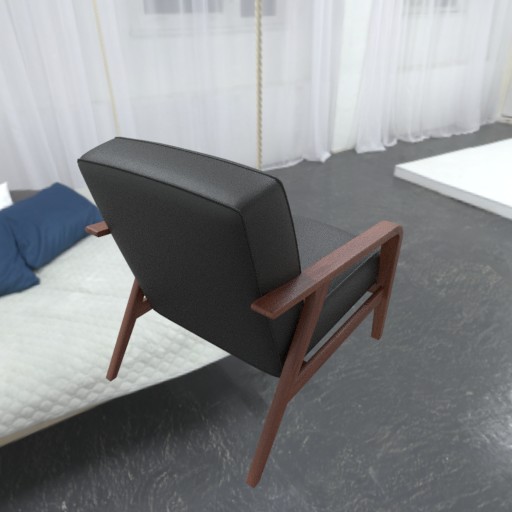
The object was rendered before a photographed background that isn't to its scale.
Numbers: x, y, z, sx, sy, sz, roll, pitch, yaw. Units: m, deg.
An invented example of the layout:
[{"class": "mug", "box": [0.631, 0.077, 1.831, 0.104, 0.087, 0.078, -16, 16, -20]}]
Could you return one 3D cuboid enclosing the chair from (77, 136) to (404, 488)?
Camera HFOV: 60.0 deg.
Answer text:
[{"class": "chair", "box": [0.000, 0.000, 1.514, 0.719, 0.861, 0.889, 21, 35, 33]}]
